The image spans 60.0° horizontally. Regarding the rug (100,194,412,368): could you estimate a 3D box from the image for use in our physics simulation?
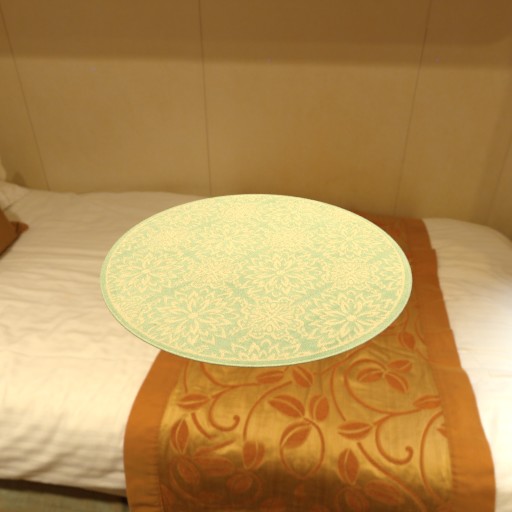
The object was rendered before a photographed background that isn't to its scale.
[{"bbox_3d":[0.000,0.000,2.359,1.593,0.012,1.593,0,32,0],"label":"rug"}]
